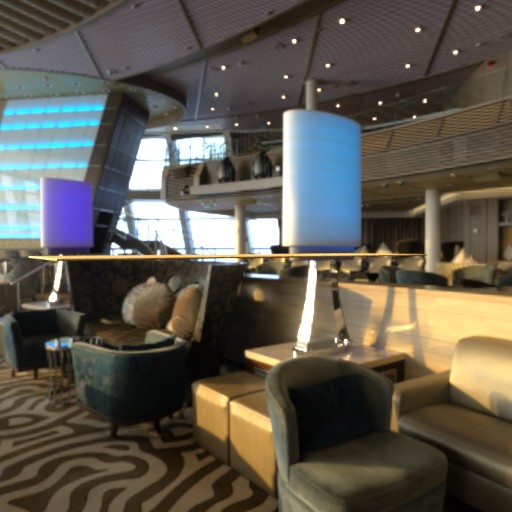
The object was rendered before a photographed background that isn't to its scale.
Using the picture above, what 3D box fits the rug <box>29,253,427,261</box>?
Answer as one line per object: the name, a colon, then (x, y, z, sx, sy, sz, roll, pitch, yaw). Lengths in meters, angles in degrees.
rug: (0.000, 0.000, 2.746, 2.438, 0.010, 0.775, -1, 1, -35)
